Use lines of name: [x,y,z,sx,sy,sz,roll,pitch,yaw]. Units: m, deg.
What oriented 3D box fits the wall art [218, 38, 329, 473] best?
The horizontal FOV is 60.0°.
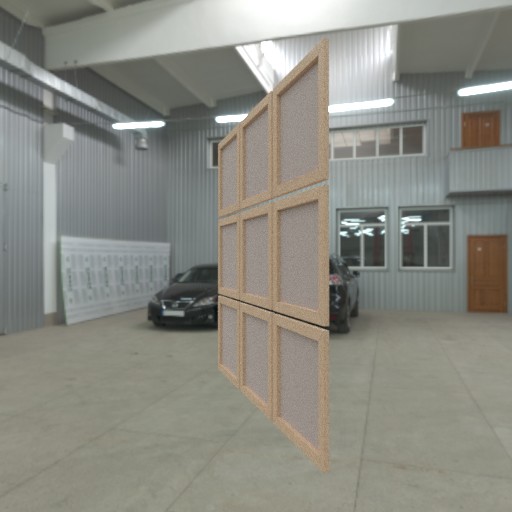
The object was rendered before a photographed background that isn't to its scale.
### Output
wall art: [0.000,0.000,1.361,0.012,0.910,0.917,0,0,-19]
